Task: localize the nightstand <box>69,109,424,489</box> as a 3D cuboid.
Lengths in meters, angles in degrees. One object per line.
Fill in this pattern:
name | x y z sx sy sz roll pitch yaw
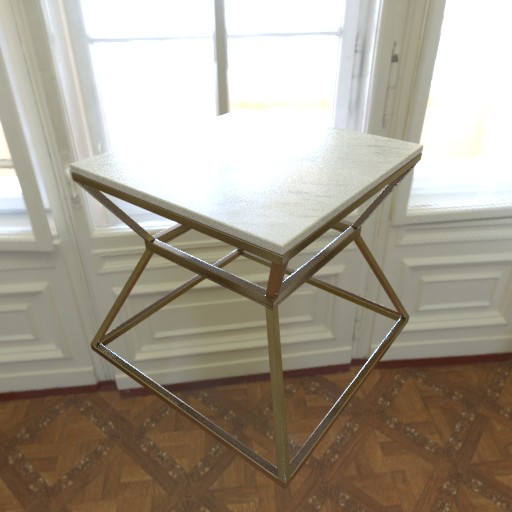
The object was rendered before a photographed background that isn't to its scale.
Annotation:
nightstand | 0.000 0.000 0.895 0.514 0.426 0.513 22 39 31
